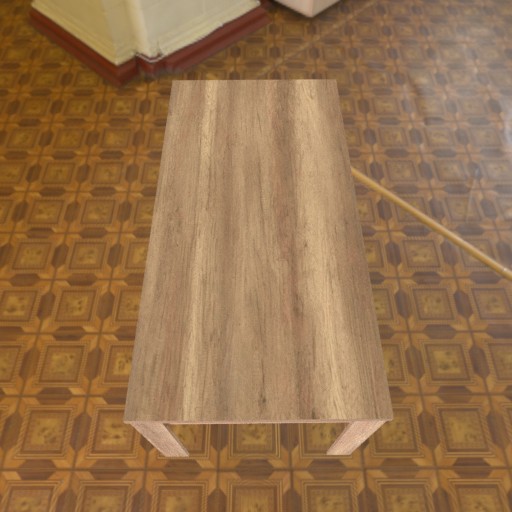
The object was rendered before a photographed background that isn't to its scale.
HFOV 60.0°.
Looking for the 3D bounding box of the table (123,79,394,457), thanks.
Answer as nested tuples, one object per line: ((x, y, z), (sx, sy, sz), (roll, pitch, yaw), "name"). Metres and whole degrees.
((0.000, 0.000, 2.290), (0.900, 0.790, 1.800), (0, 57, 0), "table")
